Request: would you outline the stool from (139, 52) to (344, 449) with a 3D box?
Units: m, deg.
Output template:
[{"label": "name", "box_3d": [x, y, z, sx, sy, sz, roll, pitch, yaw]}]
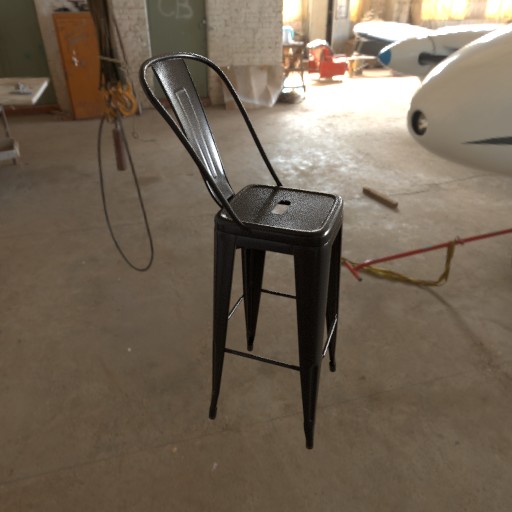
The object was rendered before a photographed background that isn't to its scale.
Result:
[{"label": "stool", "box_3d": [0.000, 0.000, 1.332, 0.513, 1.096, 0.399, 10, 32, 17]}]
